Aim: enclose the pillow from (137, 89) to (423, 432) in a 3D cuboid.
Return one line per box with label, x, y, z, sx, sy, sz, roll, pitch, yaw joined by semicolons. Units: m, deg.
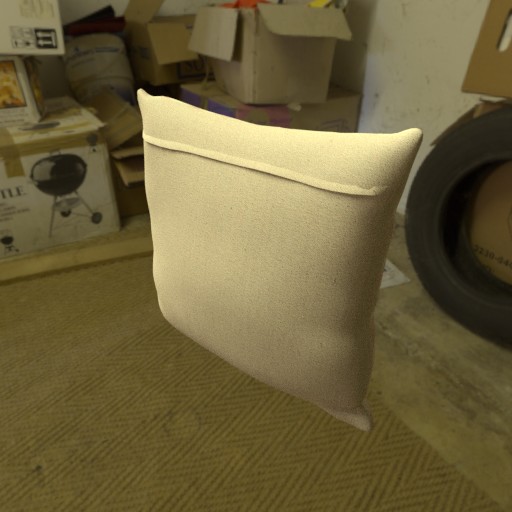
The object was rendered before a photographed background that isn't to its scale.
pillow;0.000;0.000;0.659;0.440;0.441;0.182;21;37;31
